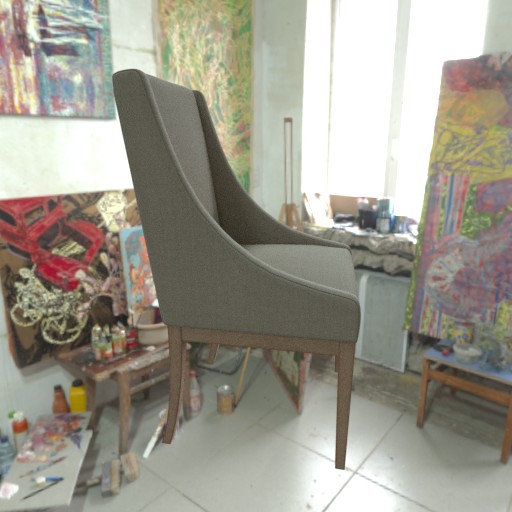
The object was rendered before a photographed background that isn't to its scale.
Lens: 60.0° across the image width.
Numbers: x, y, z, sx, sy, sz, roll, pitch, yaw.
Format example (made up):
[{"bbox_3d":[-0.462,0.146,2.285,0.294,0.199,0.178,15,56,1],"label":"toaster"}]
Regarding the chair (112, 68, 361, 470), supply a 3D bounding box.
[{"bbox_3d":[0.000,0.000,1.366,0.611,1.021,0.575,2,15,9],"label":"chair"}]
